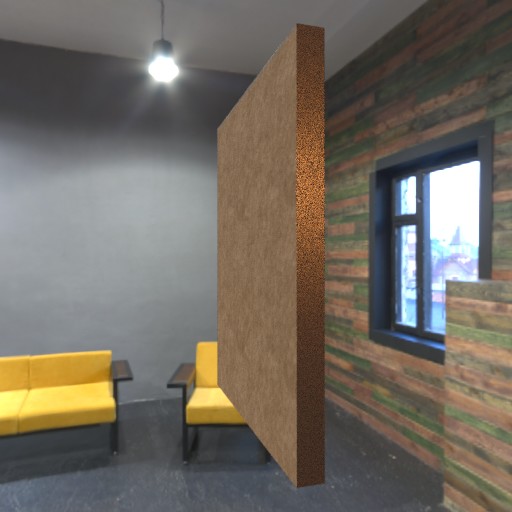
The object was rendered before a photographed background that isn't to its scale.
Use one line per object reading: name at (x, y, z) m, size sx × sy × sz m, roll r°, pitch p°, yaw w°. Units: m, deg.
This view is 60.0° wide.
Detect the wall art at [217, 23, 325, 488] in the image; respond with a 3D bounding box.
wall art at (0.000, 0.000, 0.750) m, size 0.037 × 0.554 × 0.453 m, roll 0°, pitch 0°, yaw -17°
